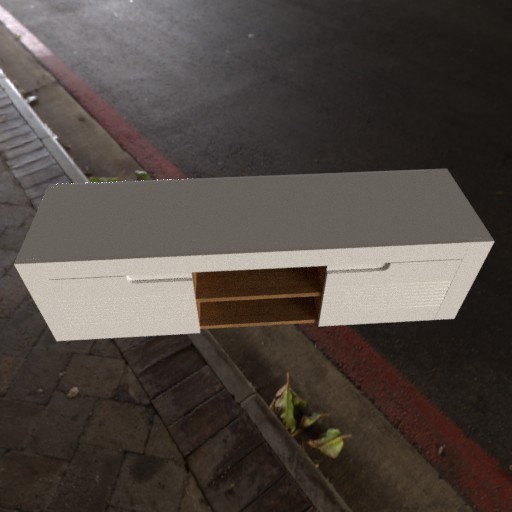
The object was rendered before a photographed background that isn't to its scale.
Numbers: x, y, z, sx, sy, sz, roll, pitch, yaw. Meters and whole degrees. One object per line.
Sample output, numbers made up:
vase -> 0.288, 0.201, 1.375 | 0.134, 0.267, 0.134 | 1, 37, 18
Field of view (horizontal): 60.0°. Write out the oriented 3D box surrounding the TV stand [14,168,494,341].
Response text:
TV stand -> 0.000, 0.000, 1.680 | 1.500, 0.440, 0.410 | -3, 45, -3
